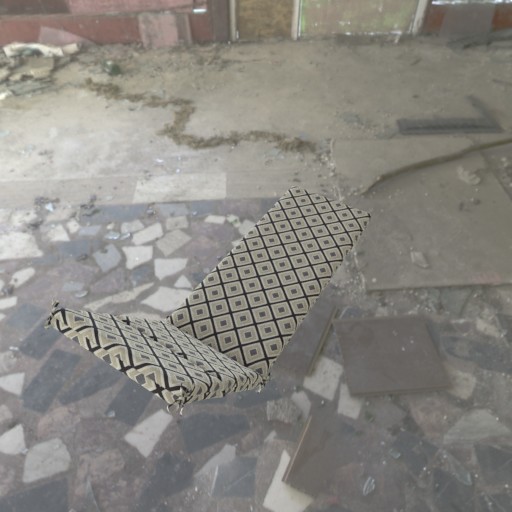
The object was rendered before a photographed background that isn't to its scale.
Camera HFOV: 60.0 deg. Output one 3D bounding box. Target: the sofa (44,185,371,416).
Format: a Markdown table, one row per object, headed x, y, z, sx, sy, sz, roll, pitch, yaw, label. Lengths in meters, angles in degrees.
| x | y | z | sx | sy | sz | roll | pitch | yaw | label |
| --- | --- | --- | --- | --- | --- | --- | --- | --- | --- |
| 0.000 | 0.000 | 1.954 | 0.582 | 0.622 | 1.663 | 24 | 51 | 22 | sofa |
